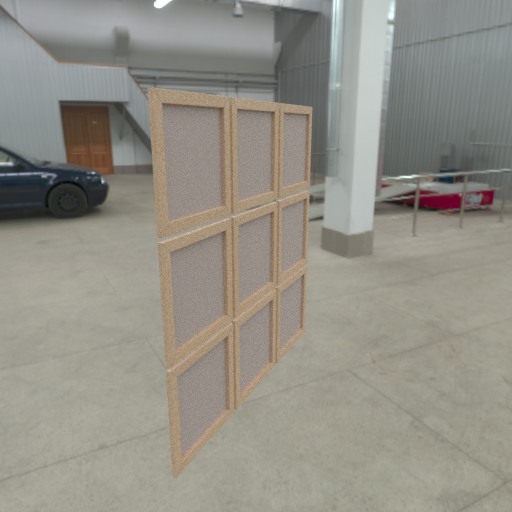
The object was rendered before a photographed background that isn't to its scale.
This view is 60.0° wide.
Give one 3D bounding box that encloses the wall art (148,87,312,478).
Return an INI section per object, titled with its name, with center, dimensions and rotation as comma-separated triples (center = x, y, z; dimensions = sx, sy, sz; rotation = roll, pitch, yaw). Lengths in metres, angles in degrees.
[wall art]
center = 0.000, 0.000, 1.372
dimensions = 0.012, 0.910, 0.917
rotation = 8, 18, 25
